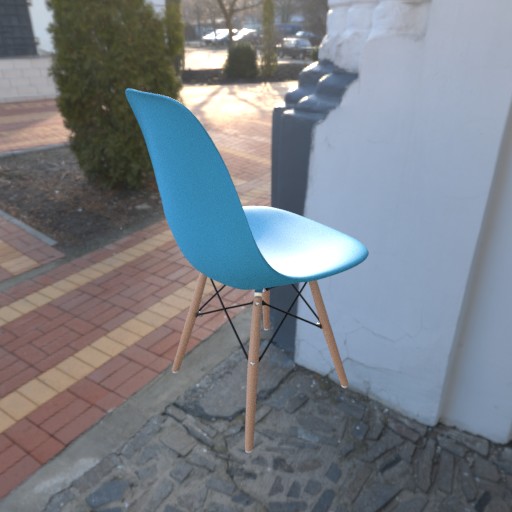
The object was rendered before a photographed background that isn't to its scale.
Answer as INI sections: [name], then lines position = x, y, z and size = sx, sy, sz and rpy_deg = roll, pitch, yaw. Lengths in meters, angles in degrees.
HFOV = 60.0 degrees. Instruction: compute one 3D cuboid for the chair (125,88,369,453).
[chair]
position = 0.000, 0.000, 1.127
size = 0.531, 0.826, 0.470
rpy_deg = -20, 33, -34
